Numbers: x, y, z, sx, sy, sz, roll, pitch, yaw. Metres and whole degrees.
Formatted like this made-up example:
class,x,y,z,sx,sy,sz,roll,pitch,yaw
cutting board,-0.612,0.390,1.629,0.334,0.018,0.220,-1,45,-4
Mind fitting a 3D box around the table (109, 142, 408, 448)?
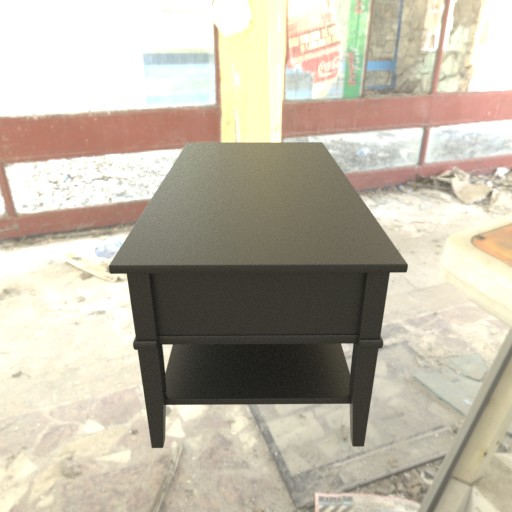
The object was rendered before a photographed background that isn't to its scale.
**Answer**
class,x,y,z,sx,sy,sz,roll,pitch,yaw
table,0.000,0.000,1.344,0.523,0.470,1.044,0,26,0
